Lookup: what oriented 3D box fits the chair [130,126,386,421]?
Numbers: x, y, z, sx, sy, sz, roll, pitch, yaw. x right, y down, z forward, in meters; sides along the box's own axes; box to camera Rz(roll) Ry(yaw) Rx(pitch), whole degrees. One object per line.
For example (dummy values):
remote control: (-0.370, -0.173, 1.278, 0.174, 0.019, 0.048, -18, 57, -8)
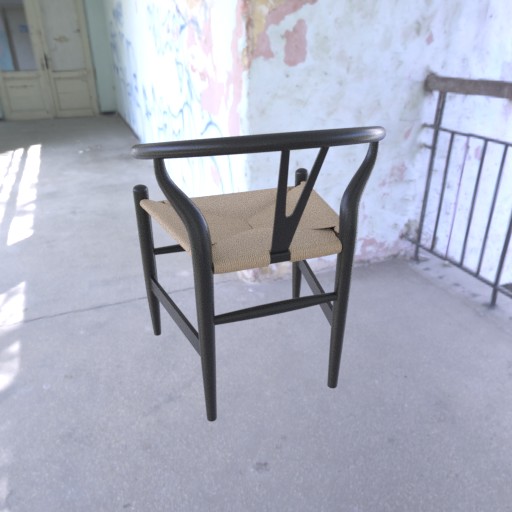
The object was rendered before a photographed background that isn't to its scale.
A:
chair: (0.000, 0.000, 1.163, 0.570, 0.739, 0.570, -9, 28, -18)
